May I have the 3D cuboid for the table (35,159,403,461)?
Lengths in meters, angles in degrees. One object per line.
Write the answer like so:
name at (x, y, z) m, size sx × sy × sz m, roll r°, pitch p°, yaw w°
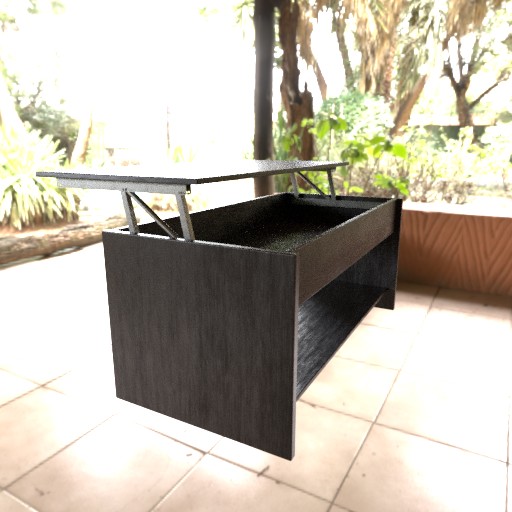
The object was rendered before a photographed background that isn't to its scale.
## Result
table at (0.000, 0.000, 1.436) m, size 0.712 × 0.570 × 1.000 m, roll 8°, pitch 16°, yaw 28°
